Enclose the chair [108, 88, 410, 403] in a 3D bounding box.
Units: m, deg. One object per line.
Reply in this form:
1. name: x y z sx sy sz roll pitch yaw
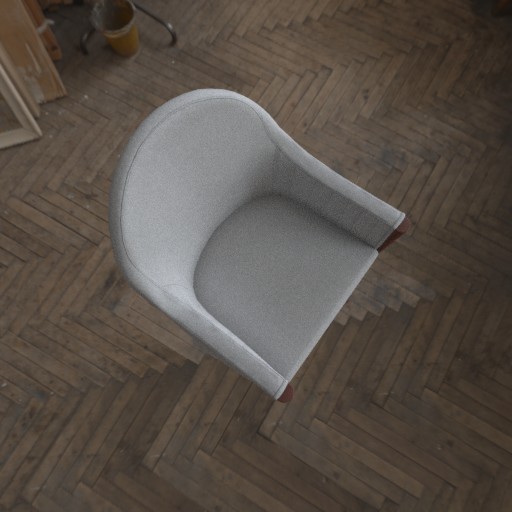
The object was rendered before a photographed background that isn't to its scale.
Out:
1. chair: 0.000 0.000 1.334 0.620 0.889 0.610 36 78 9
